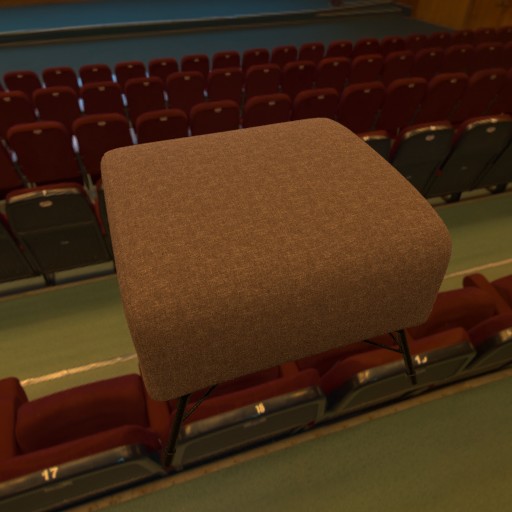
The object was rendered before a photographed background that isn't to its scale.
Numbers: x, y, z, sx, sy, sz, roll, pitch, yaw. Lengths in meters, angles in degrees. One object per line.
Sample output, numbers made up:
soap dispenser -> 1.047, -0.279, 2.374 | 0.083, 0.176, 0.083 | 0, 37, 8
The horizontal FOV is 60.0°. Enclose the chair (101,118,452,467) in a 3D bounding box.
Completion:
chair -> 0.000, 0.000, 0.901 | 0.530, 0.410, 0.530 | -13, 43, -14
